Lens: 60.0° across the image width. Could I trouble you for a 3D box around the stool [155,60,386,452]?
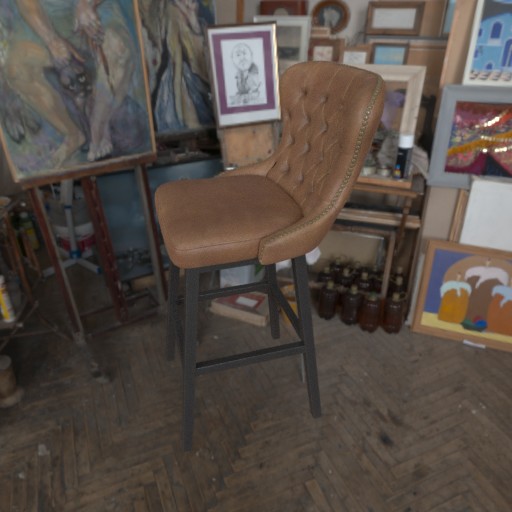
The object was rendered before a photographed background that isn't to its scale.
[{"bbox_3d":[0.000,0.000,1.354,0.601,1.050,0.528,-9,31,-15],"label":"stool"}]
